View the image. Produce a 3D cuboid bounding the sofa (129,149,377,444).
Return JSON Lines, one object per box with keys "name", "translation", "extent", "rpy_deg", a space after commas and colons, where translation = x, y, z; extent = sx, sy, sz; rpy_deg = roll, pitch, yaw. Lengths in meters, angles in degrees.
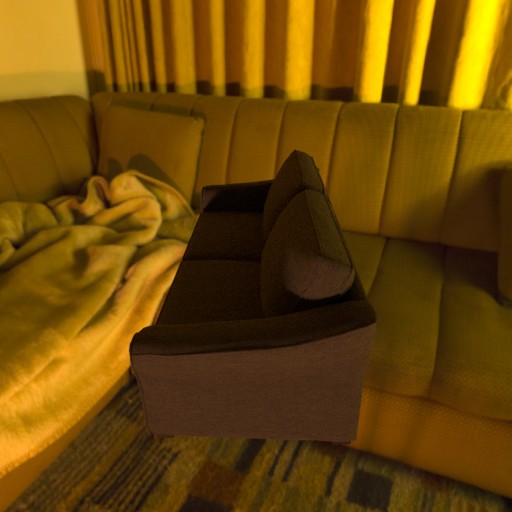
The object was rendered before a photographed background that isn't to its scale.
{"name": "sofa", "translation": [0.000, 0.000, 2.751], "extent": [0.971, 0.950, 2.270], "rpy_deg": [1, 26, 1]}
